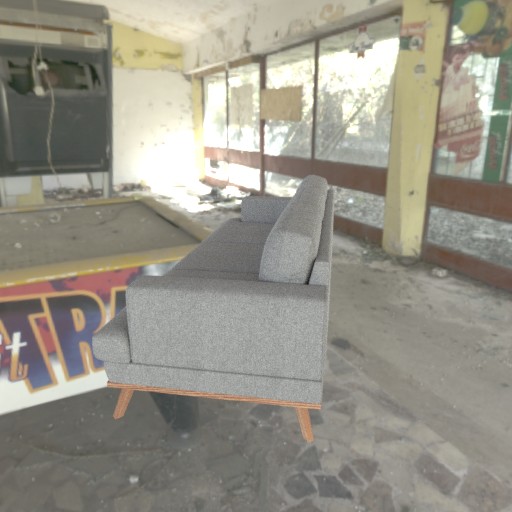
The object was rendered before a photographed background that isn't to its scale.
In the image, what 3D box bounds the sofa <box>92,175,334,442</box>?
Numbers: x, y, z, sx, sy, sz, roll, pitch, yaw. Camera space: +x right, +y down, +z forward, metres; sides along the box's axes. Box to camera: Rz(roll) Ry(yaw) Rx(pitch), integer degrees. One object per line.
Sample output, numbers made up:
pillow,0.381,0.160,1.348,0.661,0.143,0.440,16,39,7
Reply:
sofa,0.000,0.000,2.734,0.920,0.810,2.310,3,17,10
